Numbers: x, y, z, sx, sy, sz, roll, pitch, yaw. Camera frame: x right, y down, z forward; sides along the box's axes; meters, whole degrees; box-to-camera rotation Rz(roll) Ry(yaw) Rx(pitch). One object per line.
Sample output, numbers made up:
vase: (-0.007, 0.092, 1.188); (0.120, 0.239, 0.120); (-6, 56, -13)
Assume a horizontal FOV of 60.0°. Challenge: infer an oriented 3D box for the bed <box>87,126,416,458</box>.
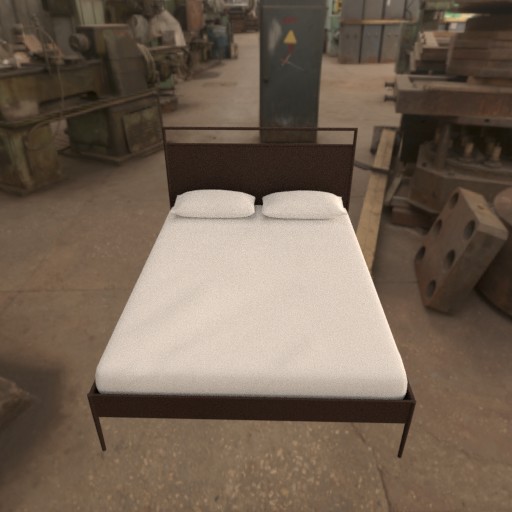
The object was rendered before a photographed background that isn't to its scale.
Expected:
bed: (0.000, 0.000, 2.935); (1.572, 1.173, 2.122); (1, 30, 1)
